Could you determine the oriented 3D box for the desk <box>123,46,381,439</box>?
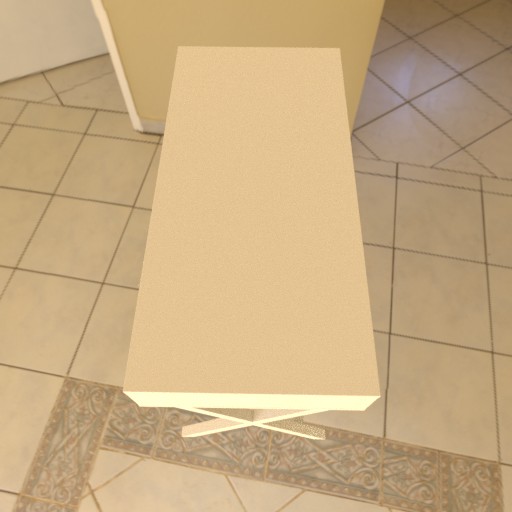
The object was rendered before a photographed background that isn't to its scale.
[{"bbox_3d":[0.000,0.000,1.464,0.509,0.780,1.059,1,61,1],"label":"desk"}]
